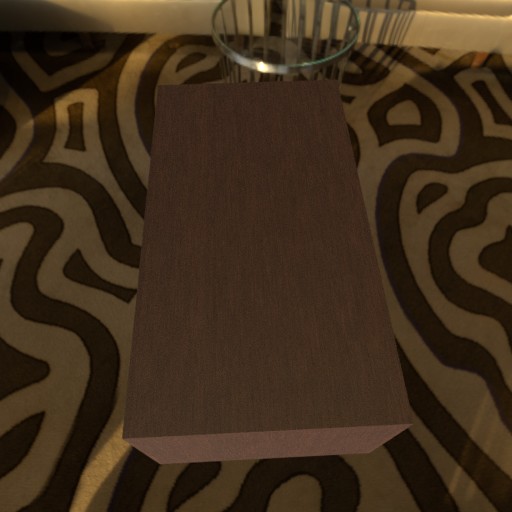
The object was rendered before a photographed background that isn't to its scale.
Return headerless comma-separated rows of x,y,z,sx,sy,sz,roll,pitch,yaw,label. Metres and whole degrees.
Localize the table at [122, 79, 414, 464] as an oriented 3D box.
0.000,0.000,1.372,0.597,0.424,1.099,-2,59,-1,table
